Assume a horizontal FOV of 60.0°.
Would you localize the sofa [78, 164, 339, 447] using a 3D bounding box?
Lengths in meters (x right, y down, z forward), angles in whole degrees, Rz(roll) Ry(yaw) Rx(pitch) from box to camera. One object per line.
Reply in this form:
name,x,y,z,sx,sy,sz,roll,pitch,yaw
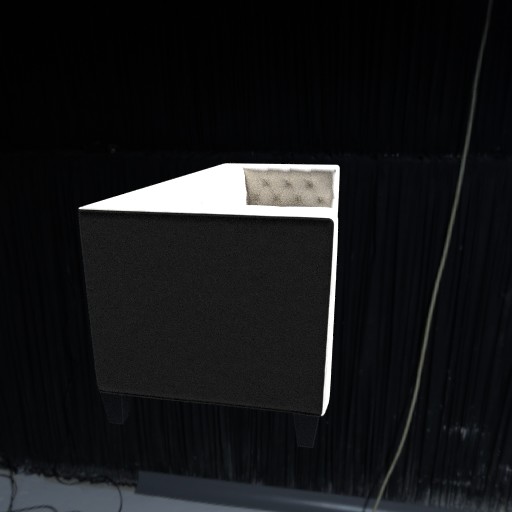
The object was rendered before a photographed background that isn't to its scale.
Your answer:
sofa,0.000,0.000,2.194,0.775,0.762,1.778,3,16,10
